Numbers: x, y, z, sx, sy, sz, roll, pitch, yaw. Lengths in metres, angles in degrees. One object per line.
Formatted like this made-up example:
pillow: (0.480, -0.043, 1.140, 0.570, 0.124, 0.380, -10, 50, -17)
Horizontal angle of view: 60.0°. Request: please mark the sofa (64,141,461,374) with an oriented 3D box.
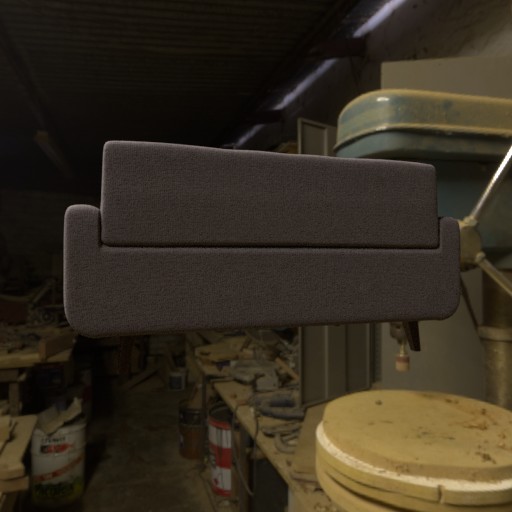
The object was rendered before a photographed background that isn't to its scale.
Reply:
sofa: (0.000, 0.000, 2.150, 1.631, 0.841, 0.909, 0, 0, -17)
